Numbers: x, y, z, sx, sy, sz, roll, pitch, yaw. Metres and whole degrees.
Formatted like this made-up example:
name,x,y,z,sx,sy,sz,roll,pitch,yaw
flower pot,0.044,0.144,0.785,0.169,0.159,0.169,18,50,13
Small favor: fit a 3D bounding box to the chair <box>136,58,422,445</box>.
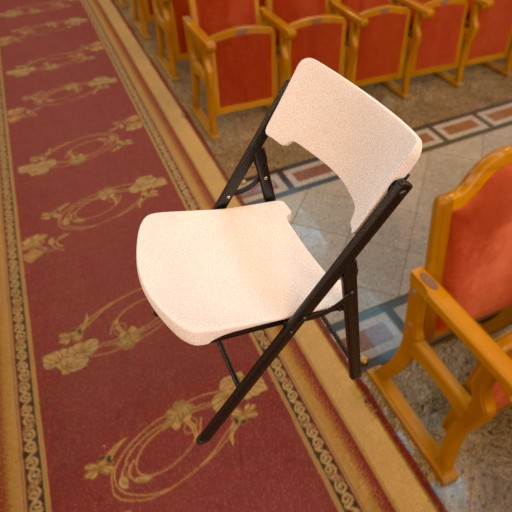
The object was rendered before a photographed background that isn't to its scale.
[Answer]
name,x,y,z,sx,sy,sz,roll,pitch,yaw
chair,0.000,0.000,1.115,0.577,0.765,0.482,-17,48,-16
